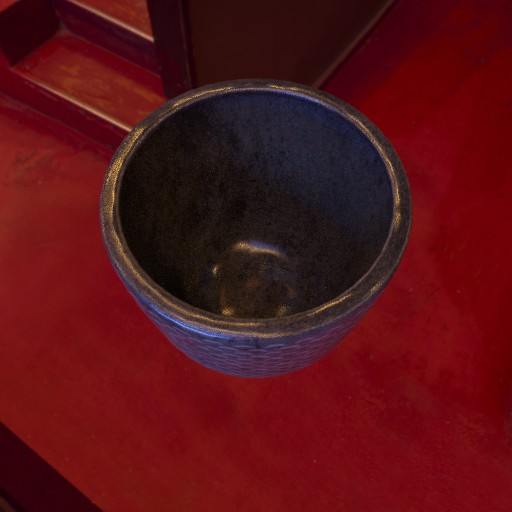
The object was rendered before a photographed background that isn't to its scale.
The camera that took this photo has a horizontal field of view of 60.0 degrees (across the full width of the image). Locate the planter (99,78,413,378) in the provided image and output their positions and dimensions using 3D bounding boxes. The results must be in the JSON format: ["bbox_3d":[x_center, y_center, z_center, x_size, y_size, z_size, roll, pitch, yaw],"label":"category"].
[{"bbox_3d":[0.000,0.000,0.361,0.197,0.191,0.197,0,63,0],"label":"planter"}]
